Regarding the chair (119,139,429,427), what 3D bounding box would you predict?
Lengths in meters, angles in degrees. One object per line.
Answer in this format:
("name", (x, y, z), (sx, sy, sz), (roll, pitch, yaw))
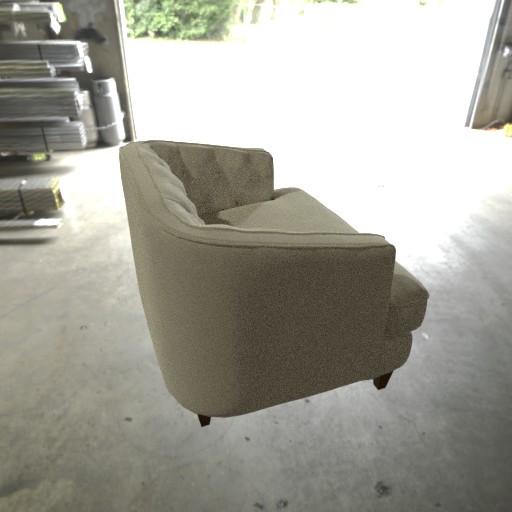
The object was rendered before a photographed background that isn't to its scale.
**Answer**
("chair", (0.000, 0.000, 1.835), (0.941, 0.852, 1.104), (-11, 32, -18))
